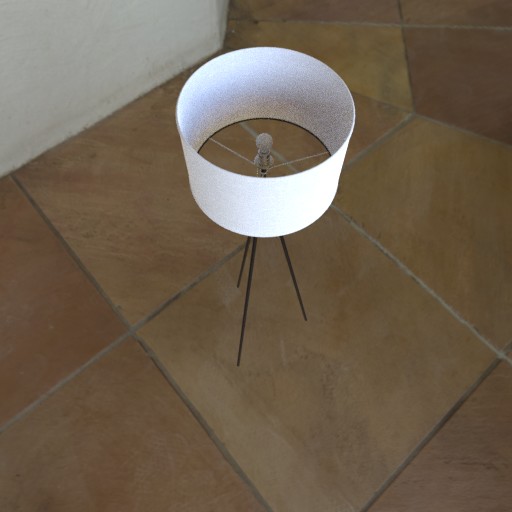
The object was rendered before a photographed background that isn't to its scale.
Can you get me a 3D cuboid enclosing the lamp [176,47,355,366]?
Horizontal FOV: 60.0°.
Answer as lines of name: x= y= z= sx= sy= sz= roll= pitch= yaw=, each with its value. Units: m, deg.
lamp: x=0.000 y=0.000 z=1.702 sx=0.448 sy=1.545 sz=0.458 roll=-35 pitch=68 yaw=-16
